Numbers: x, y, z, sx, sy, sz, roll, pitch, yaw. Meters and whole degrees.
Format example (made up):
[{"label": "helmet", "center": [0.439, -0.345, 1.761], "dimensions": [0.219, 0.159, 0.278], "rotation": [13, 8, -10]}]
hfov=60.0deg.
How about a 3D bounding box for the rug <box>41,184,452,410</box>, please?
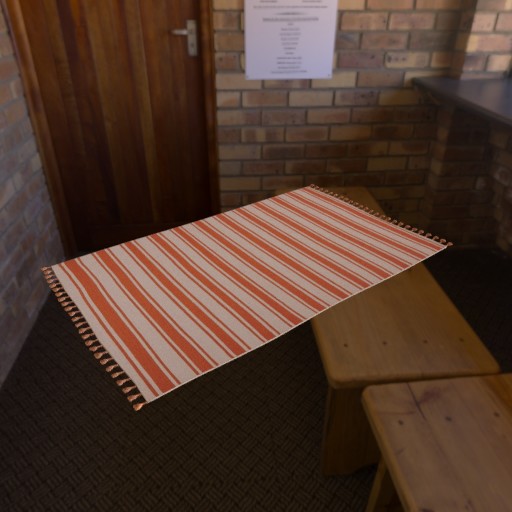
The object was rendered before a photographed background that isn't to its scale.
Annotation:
[{"label": "rug", "center": [0.000, 0.000, 2.577], "dimensions": [2.092, 0.017, 1.232], "rotation": [-21, 37, -31]}]
